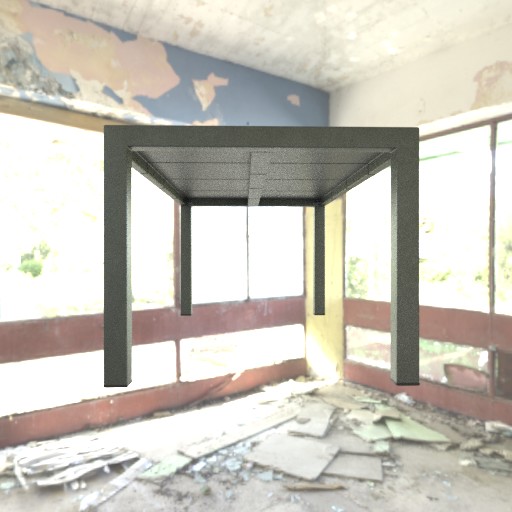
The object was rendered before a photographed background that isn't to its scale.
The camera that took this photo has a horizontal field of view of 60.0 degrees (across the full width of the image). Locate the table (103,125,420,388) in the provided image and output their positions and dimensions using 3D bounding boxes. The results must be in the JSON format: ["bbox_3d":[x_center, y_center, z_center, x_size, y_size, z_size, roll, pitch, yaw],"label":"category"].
[{"bbox_3d":[0.000,0.000,1.261,0.559,0.460,0.965,0,0,-1],"label":"table"}]
